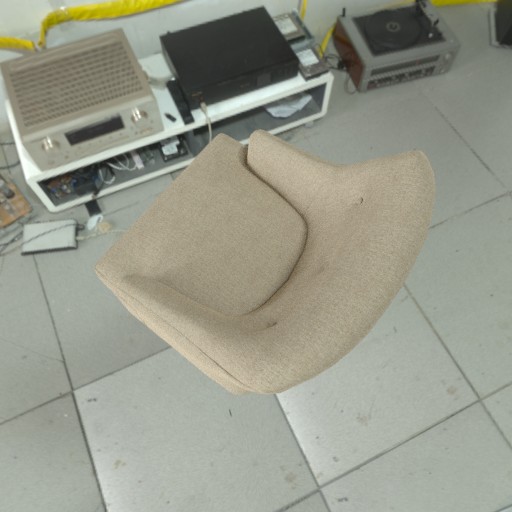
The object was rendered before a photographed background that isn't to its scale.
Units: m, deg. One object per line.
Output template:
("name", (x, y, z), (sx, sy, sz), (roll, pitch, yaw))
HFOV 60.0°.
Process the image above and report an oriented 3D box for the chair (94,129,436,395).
("chair", (0.000, 0.000, 1.599), (0.923, 0.856, 0.864), (33, 69, 14))
